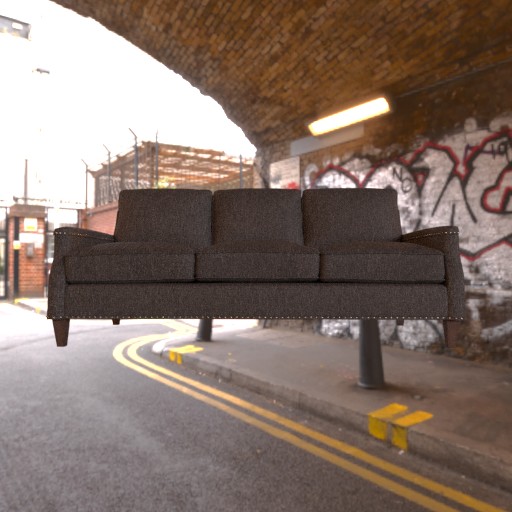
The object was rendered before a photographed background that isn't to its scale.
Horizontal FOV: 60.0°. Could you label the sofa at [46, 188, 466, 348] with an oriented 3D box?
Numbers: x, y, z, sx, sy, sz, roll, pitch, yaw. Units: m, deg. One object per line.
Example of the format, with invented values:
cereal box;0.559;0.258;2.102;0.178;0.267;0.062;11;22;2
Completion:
sofa;0.000;0.000;2.880;2.246;1.003;1.084;0;-1;1
